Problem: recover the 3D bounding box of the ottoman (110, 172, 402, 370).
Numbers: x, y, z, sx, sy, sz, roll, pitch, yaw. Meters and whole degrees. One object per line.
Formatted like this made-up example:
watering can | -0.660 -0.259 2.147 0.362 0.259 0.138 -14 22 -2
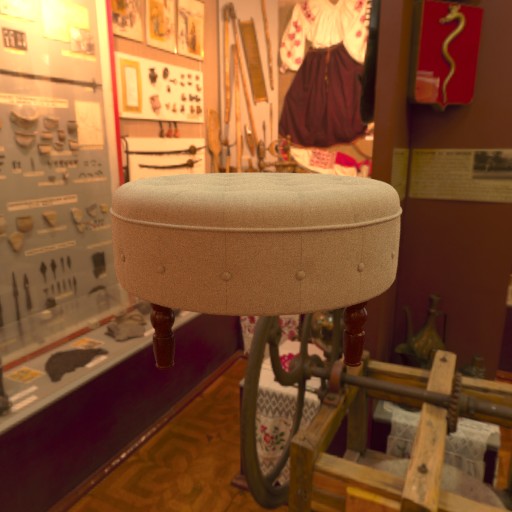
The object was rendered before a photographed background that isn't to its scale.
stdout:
ottoman | 0.000 0.000 1.391 0.849 0.478 0.849 0 14 0
